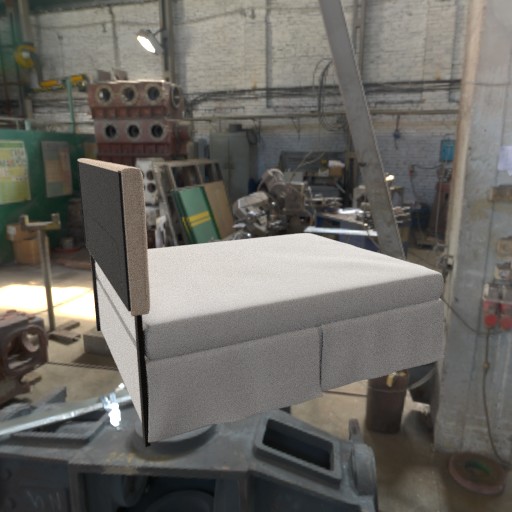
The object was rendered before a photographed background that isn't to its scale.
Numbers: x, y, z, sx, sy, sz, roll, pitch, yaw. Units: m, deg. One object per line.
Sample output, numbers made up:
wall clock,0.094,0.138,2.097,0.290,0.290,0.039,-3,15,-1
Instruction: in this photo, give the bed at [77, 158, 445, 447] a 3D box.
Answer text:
bed,0.000,0.000,2.981,1.978,1.270,1.643,-7,16,-26
